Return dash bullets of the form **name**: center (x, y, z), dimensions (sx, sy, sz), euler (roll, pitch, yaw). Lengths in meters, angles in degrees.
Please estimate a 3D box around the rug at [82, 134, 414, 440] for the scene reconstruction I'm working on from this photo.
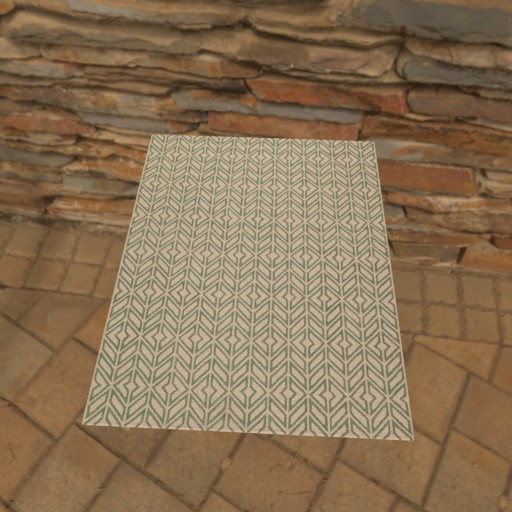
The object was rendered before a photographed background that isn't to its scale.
- **rug**: center (0.000, 0.000, 4.049), dimensions (2.441, 0.017, 3.050), euler (2, 58, 1)
